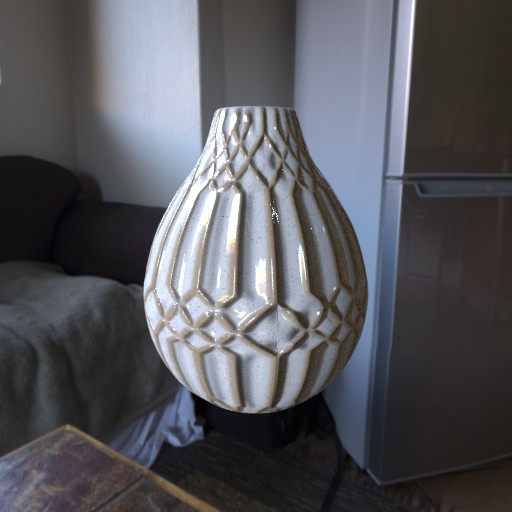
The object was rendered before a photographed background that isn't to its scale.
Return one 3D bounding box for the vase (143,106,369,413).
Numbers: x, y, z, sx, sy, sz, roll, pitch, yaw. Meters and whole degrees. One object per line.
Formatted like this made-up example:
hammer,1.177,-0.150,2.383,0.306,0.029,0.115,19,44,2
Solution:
vase,0.000,0.000,0.318,0.159,0.200,0.159,0,13,0
